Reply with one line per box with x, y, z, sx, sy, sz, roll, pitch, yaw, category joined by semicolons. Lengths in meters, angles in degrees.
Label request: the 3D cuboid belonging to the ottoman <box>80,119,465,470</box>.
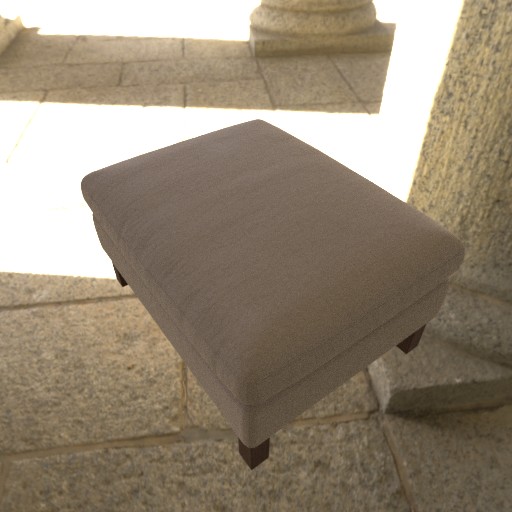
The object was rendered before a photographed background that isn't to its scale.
0.000;0.000;1.134;0.606;0.420;0.771;-26;48;-26;ottoman
